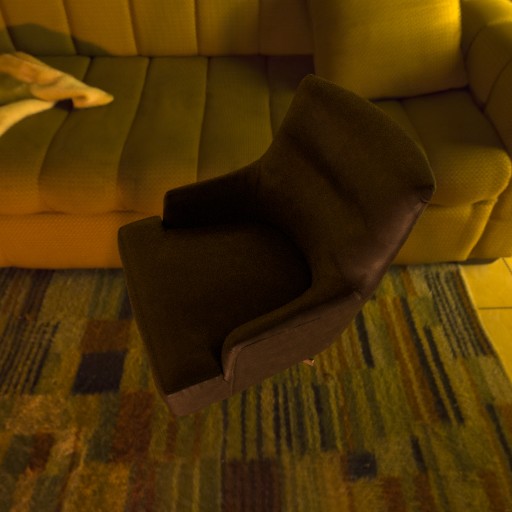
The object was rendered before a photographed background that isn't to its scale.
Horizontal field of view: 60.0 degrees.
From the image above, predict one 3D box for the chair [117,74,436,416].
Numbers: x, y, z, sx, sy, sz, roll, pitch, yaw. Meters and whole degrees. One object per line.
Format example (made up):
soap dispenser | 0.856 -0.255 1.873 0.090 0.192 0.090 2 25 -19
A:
chair | 0.000 0.000 1.503 0.874 0.870 0.738 -17 49 -15
